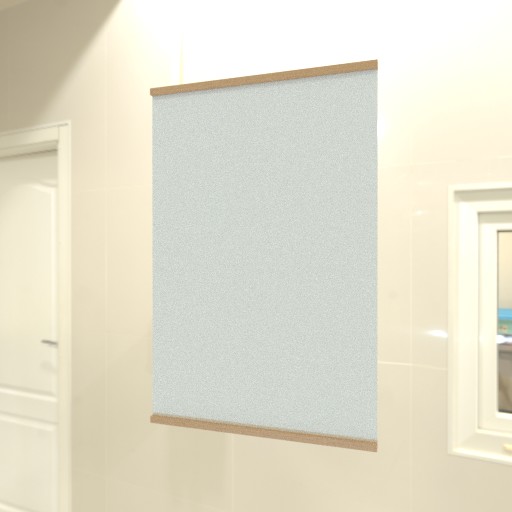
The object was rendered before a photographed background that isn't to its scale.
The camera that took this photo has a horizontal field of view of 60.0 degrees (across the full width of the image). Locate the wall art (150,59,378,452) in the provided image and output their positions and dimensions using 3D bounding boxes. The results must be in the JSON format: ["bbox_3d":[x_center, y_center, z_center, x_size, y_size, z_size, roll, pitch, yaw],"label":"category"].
[{"bbox_3d":[0.000,0.000,0.632,0.335,0.510,0.013,0,0,18],"label":"wall art"}]
